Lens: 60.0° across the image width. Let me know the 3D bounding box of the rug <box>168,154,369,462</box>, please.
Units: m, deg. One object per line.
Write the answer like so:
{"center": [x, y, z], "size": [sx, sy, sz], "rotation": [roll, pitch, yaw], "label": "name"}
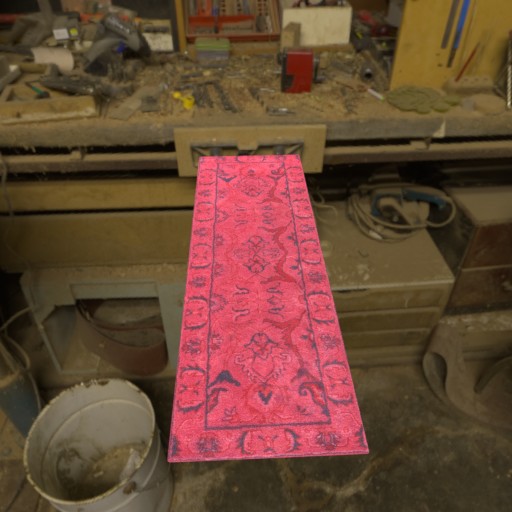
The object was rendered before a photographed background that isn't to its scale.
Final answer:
{"center": [0.000, 0.000, 2.688], "size": [0.813, 0.018, 2.439], "rotation": [-2, 42, -2], "label": "rug"}
